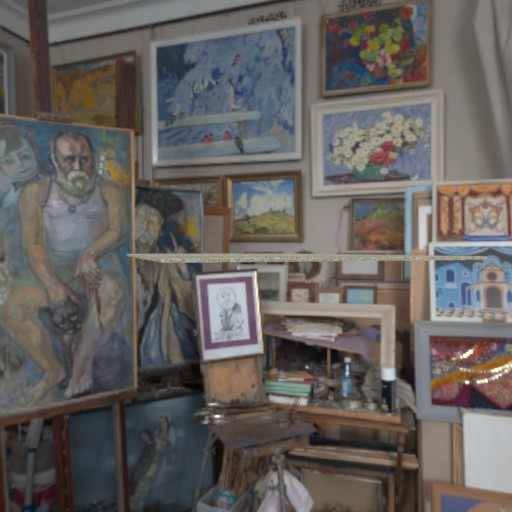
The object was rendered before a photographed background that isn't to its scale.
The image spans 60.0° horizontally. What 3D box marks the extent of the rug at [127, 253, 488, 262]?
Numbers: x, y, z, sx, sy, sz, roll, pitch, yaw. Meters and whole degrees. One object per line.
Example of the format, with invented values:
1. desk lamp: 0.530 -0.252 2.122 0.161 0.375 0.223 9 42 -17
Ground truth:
1. rug: 0.000 0.000 2.918 1.532 0.018 2.297 0 1 -19
